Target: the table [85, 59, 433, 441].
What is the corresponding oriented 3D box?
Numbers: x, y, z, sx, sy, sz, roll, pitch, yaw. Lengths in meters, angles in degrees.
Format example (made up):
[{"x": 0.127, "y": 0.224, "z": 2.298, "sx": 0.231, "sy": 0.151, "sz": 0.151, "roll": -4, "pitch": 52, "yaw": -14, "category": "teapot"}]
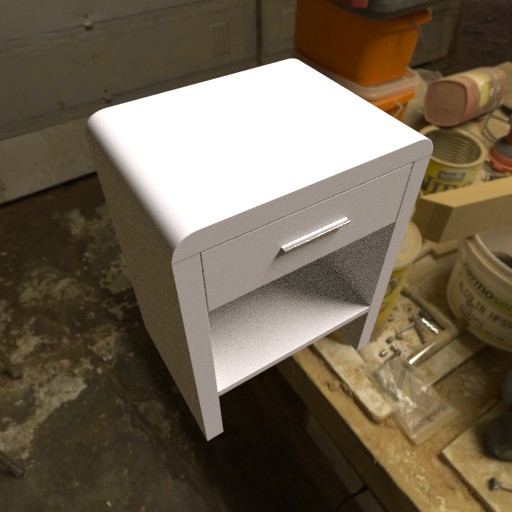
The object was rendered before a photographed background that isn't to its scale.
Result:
[{"x": 0.000, "y": 0.000, "z": 0.902, "sx": 0.450, "sy": 0.590, "sz": 0.350, "roll": -24, "pitch": 51, "yaw": -21, "category": "table"}]
